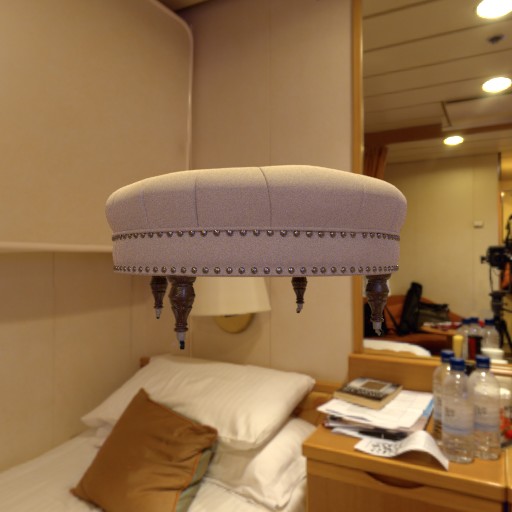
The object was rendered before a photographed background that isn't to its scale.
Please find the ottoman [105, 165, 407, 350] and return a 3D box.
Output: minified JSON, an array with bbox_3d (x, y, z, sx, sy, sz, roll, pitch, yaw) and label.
[{"bbox_3d":[0.000,0.000,1.382,0.901,0.439,0.901,0,0,0],"label":"ottoman"}]
